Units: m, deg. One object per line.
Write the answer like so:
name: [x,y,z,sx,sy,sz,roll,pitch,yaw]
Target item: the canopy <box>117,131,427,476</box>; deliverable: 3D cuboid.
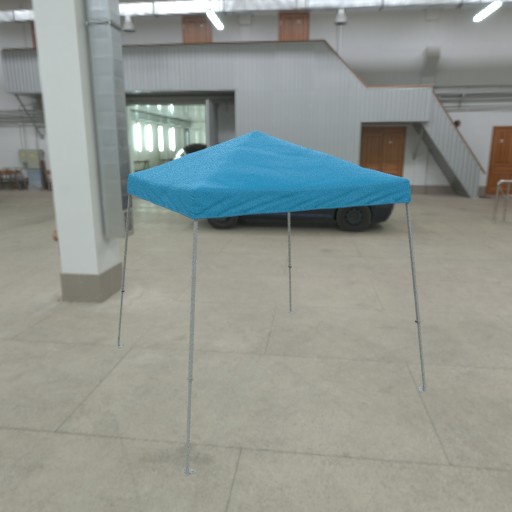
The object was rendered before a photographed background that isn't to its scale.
canopy: [0.000,0.000,6.615,3.600,3.600,3.599,-7,15,-27]
